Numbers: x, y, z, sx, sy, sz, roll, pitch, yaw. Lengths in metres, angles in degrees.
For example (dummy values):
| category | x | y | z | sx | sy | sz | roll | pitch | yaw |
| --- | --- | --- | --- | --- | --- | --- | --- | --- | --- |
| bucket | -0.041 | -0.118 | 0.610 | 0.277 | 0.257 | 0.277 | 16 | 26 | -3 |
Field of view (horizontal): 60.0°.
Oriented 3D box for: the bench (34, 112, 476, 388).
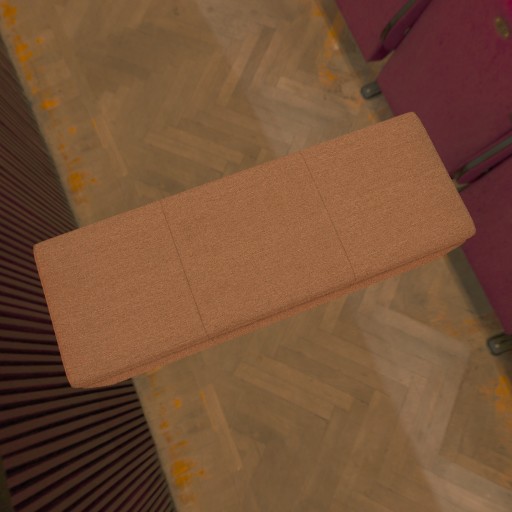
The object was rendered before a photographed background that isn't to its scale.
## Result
| category | x | y | z | sx | sy | sz | roll | pitch | yaw |
| --- | --- | --- | --- | --- | --- | --- | --- | --- | --- |
| bench | 0.000 | 0.000 | 1.501 | 1.269 | 0.438 | 0.446 | -20 | 77 | -5 |
